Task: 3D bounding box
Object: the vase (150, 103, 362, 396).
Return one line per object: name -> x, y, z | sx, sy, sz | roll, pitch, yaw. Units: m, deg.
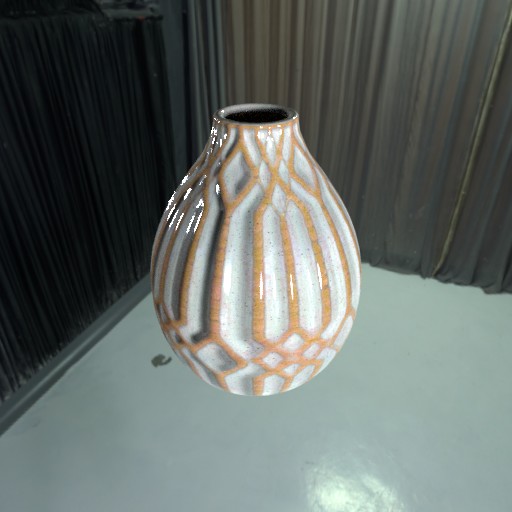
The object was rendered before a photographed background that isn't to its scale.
vase -> 0.000, 0.000, 0.275 | 0.131, 0.175, 0.131 | 0, 32, 0
